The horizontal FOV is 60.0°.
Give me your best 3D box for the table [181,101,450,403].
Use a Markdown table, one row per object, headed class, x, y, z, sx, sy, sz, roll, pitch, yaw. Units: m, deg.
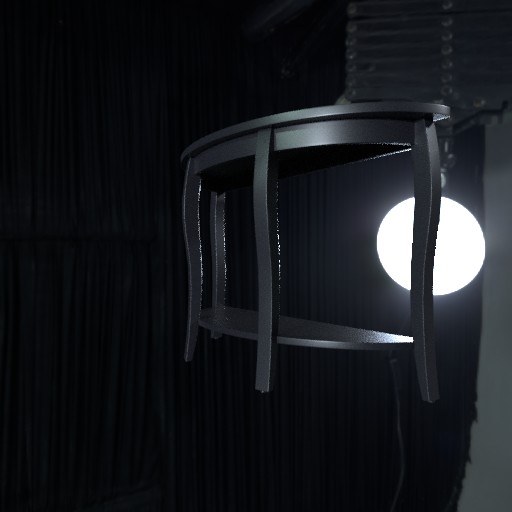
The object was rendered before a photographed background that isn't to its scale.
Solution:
| class | x | y | z | sx | sy | sz | roll | pitch | yaw |
| --- | --- | --- | --- | --- | --- | --- | --- | --- | --- |
| table | 0.000 | 0.000 | 1.551 | 0.394 | 0.780 | 1.219 | 0 | 0 | -35 |
